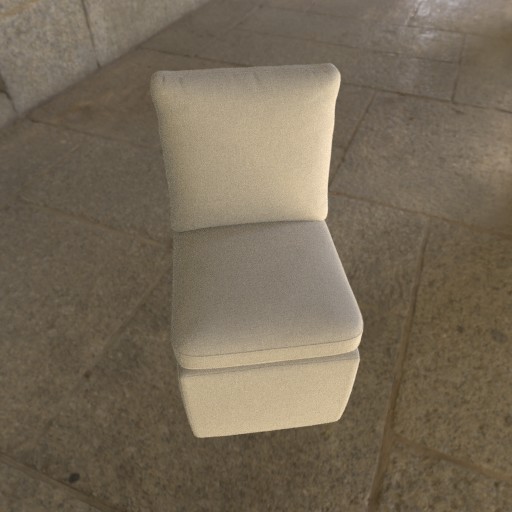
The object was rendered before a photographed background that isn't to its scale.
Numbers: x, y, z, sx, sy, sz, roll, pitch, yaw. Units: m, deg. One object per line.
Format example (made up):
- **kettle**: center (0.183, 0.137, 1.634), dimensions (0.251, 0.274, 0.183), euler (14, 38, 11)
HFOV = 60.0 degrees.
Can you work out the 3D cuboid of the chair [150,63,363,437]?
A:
- **chair**: center (0.000, 0.000, 1.310), dimensions (0.503, 0.927, 0.698), euler (-5, 46, -5)
